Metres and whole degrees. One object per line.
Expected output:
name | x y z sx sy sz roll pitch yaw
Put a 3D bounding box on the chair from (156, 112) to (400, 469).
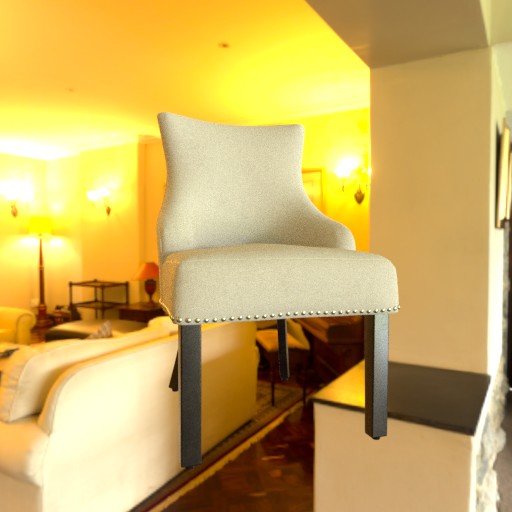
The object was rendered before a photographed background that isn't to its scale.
chair | 0.000 0.000 1.275 0.566 0.909 0.629 0 2 -18
